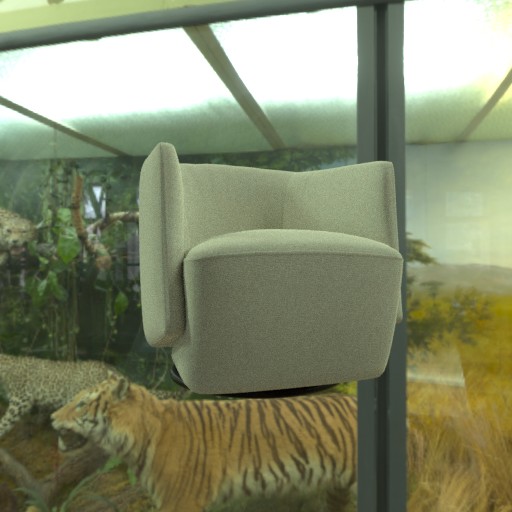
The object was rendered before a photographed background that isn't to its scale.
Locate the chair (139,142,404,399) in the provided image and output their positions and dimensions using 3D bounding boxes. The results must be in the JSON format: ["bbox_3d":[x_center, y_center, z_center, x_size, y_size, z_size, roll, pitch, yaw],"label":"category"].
[{"bbox_3d":[0.000,0.000,1.654,0.822,0.861,0.986,0,-1,-19],"label":"chair"}]
